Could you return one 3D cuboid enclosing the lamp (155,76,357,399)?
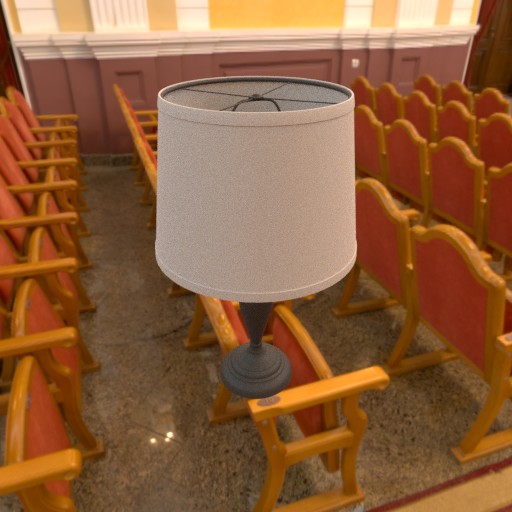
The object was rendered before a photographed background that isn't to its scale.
[{"bbox_3d":[0.000,0.000,0.707,0.310,0.501,0.310,0,30,0],"label":"lamp"}]
